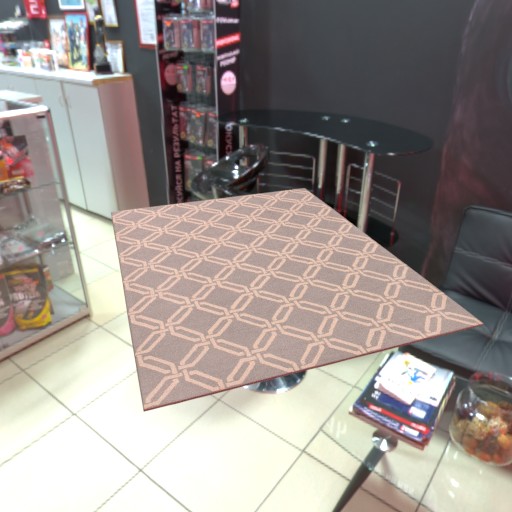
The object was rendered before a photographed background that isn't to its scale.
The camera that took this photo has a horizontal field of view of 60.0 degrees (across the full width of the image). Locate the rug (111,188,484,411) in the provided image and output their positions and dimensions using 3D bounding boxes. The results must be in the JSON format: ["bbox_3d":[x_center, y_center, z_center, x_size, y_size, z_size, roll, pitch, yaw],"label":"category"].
[{"bbox_3d":[0.000,0.000,3.893,2.288,0.018,2.895,-9,30,-17],"label":"rug"}]
